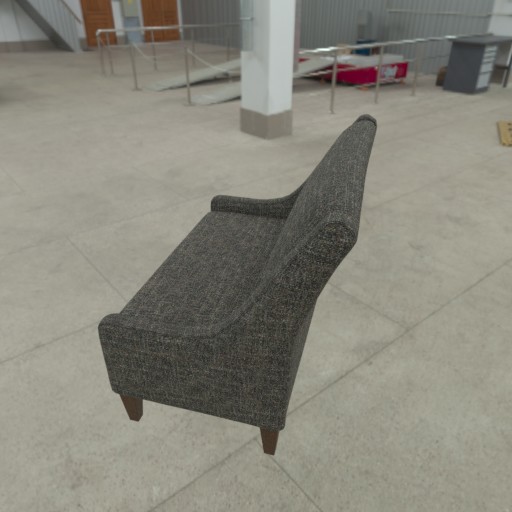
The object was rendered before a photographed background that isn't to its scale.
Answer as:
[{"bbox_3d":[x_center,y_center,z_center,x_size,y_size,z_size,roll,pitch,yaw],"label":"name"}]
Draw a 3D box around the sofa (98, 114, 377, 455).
[{"bbox_3d":[0.000,0.000,1.960,0.870,1.021,1.242,8,32,13],"label":"sofa"}]
